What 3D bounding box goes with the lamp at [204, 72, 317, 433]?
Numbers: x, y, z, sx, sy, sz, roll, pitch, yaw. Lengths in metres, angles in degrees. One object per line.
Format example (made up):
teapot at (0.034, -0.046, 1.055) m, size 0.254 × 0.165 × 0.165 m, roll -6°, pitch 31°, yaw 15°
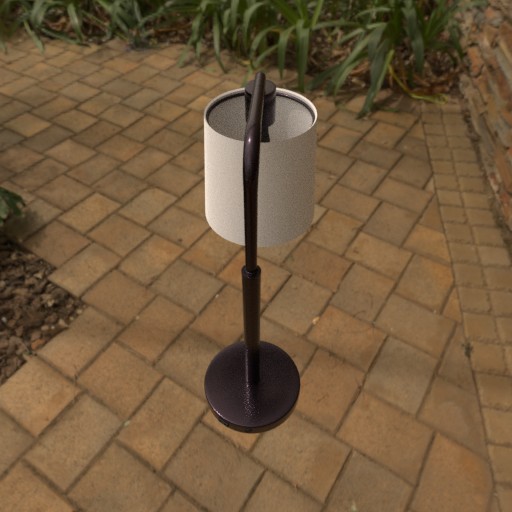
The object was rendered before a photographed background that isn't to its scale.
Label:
lamp at (0.000, 0.000, 0.661) m, size 0.171 × 0.489 × 0.333 m, roll 3°, pitch 45°, yaw 3°
